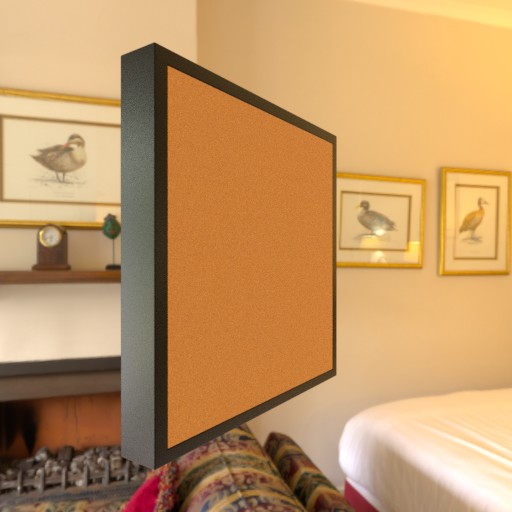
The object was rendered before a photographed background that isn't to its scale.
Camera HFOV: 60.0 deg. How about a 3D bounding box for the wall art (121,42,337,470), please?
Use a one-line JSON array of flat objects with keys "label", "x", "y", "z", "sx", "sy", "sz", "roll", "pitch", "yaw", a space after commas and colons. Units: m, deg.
[{"label": "wall art", "x": 0.000, "y": 0.000, "z": 0.442, "sx": 0.037, "sy": 0.299, "sz": 0.299, "roll": 0, "pitch": 0, "yaw": 35}]
